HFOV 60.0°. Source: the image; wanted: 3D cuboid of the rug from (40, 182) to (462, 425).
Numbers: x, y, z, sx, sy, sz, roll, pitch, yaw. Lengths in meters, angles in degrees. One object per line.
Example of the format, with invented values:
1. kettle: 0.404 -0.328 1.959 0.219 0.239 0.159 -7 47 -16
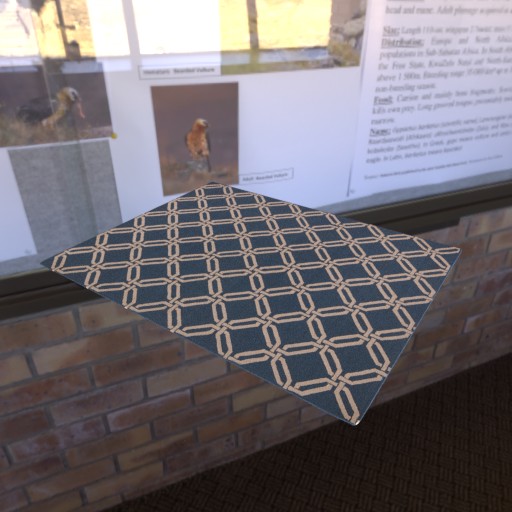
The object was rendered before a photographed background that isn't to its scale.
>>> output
1. rug: 0.000 0.000 3.814 2.867 0.020 2.277 20 36 29
